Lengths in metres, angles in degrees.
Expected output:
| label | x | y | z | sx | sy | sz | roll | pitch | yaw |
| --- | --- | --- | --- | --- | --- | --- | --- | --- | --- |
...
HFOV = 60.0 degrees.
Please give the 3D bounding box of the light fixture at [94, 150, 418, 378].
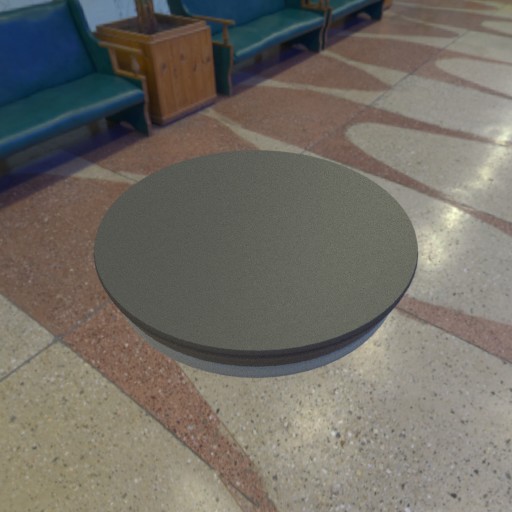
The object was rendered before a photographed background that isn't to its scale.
| label | x | y | z | sx | sy | sz | roll | pitch | yaw |
| --- | --- | --- | --- | --- | --- | --- | --- | --- | --- |
| light fixture | 0.000 | 0.000 | 0.552 | 0.368 | 0.100 | 0.368 | 0 | 41 | 0 |
